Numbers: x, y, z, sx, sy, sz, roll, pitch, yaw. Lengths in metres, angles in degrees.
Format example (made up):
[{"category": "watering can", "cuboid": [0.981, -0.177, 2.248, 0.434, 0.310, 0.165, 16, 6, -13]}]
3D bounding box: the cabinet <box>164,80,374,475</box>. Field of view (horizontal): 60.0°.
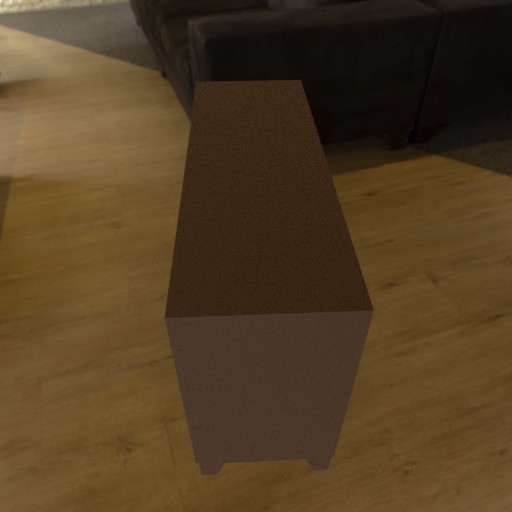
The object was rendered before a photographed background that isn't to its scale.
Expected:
[{"category": "cabinet", "cuboid": [0.000, 0.000, 1.839, 0.482, 0.914, 1.396, -2, 42, -2]}]
